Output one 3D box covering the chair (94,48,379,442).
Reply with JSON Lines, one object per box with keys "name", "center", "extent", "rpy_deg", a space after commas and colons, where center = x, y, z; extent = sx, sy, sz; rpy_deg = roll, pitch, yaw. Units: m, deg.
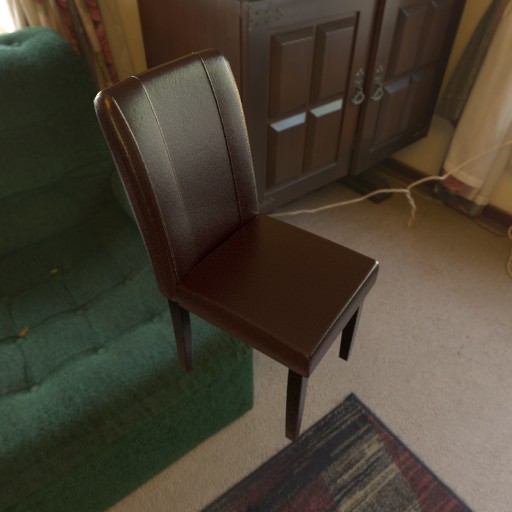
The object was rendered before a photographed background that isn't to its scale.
{"name": "chair", "center": [0.000, 0.000, 1.190], "extent": [0.556, 0.897, 0.399], "rpy_deg": [25, 47, 25]}
